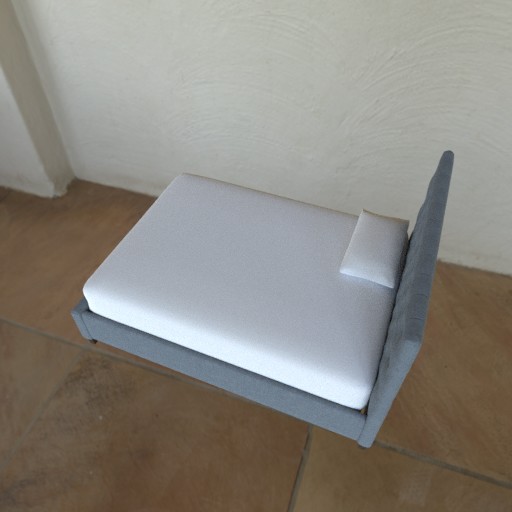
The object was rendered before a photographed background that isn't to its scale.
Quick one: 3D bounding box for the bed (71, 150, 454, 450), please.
[{"bbox_3d":[0.000,0.000,3.358,2.335,1.411,1.698,17,49,15],"label":"bed"}]
